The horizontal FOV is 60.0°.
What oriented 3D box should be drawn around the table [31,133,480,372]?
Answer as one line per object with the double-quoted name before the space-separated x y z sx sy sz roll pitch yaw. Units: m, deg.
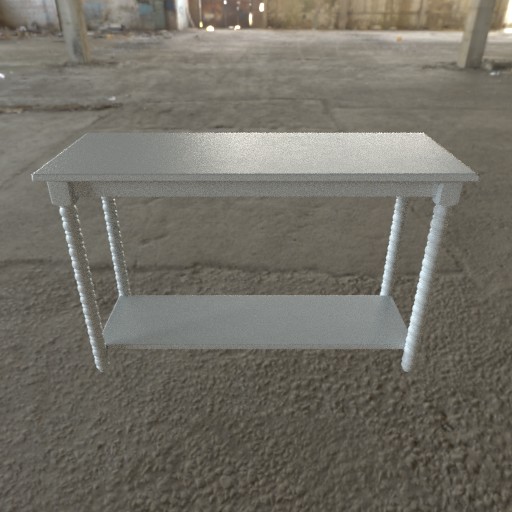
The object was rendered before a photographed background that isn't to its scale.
"table" 0.000 0.000 1.536 1.184 0.740 0.459 0 29 0
